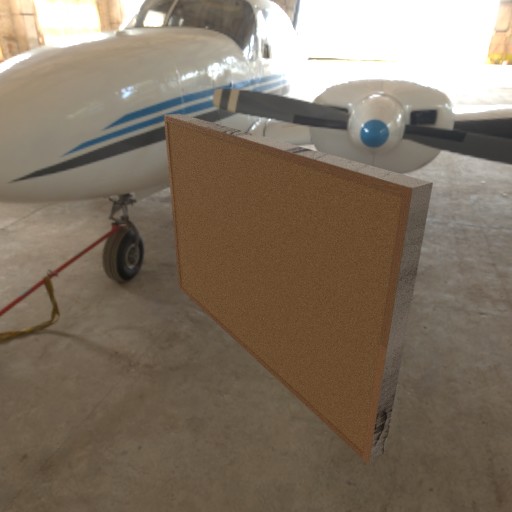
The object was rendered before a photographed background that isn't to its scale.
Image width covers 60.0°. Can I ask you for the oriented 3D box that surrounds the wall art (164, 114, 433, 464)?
[{"bbox_3d":[0.000,0.000,0.778,0.035,0.407,0.613,-17,30,-31],"label":"wall art"}]
